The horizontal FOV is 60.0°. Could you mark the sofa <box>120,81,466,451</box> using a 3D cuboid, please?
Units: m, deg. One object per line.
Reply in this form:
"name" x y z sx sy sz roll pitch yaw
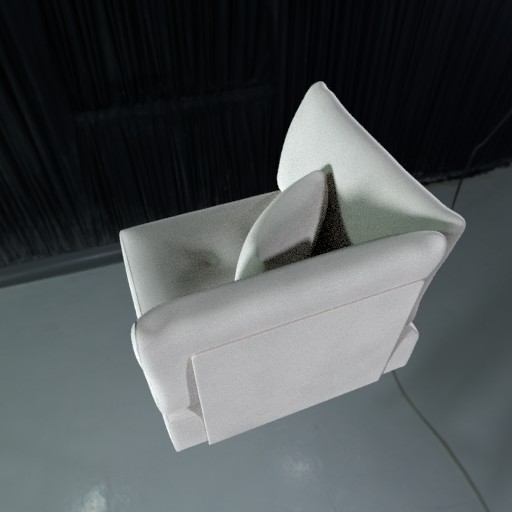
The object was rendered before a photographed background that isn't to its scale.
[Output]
"sofa" 0.000 0.000 1.722 1.000 0.820 1.000 -16 50 -14
